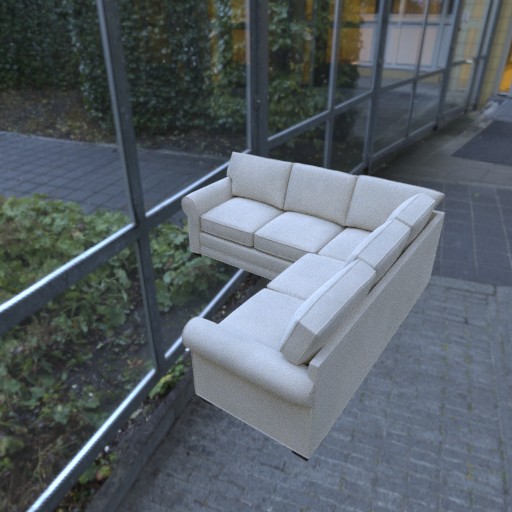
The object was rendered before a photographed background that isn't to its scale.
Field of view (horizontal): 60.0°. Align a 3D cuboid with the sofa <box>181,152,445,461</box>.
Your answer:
[{"bbox_3d":[0.000,0.000,3.928,2.487,1.054,2.569,19,34,30],"label":"sofa"}]
